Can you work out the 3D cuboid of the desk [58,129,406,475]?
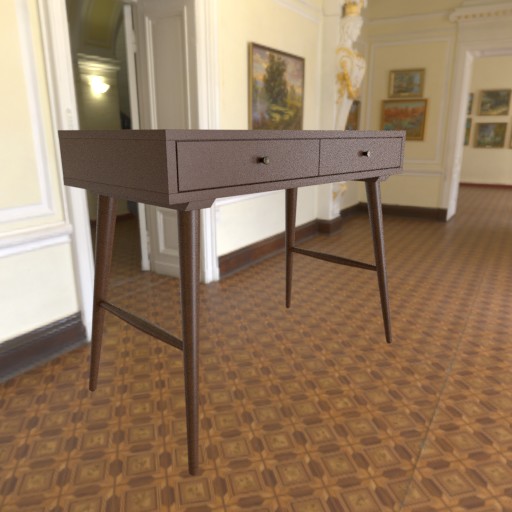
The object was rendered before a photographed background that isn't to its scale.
[{"bbox_3d":[0.000,0.000,1.391,0.510,0.758,0.949,15,21,42],"label":"desk"}]
